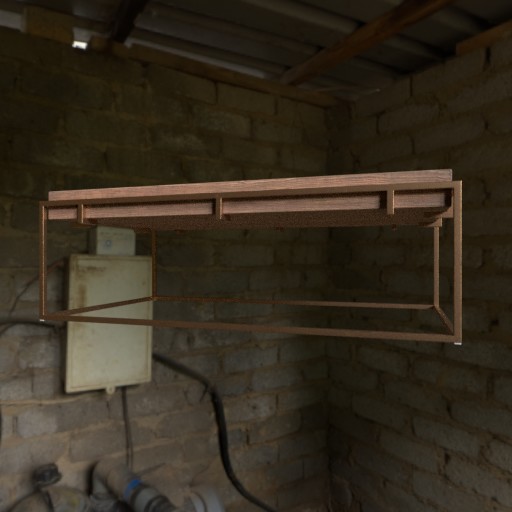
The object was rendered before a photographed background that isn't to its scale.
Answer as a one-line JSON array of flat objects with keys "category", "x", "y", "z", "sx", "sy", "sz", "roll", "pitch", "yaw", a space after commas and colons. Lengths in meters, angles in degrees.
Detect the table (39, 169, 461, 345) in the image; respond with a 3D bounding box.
[{"category": "table", "x": 0.000, "y": 0.000, "z": 1.745, "sx": 1.387, "sy": 0.468, "sz": 0.775, "roll": 0, "pitch": 0, "yaw": 18}]
